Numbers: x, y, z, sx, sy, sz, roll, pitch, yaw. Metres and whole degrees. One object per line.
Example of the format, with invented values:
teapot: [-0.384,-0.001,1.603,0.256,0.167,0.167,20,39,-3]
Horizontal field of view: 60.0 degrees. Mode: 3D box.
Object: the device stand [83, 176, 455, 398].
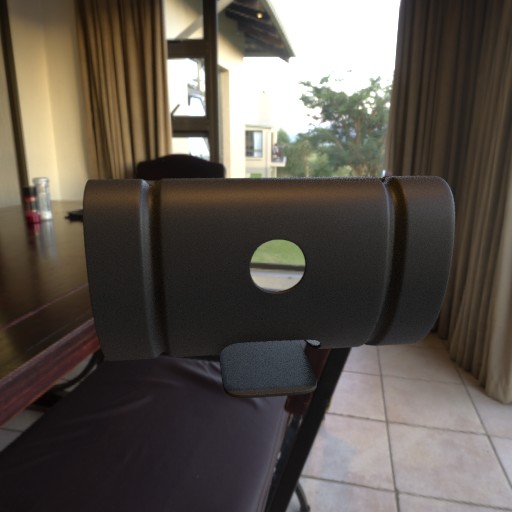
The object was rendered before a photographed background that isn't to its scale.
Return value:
device stand: [0.000,0.000,0.401,0.256,0.155,0.236,-2,15,-7]
